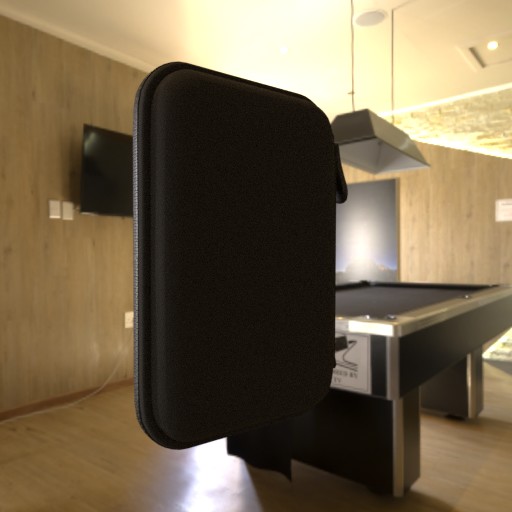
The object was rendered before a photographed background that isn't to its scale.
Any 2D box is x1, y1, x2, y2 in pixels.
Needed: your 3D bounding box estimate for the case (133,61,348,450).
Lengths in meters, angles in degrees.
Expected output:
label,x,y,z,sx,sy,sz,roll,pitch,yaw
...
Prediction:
label,x,y,z,sx,sy,sz,roll,pitch,yaw
case,0.000,0.000,0.190,0.107,0.147,0.030,0,1,-36
